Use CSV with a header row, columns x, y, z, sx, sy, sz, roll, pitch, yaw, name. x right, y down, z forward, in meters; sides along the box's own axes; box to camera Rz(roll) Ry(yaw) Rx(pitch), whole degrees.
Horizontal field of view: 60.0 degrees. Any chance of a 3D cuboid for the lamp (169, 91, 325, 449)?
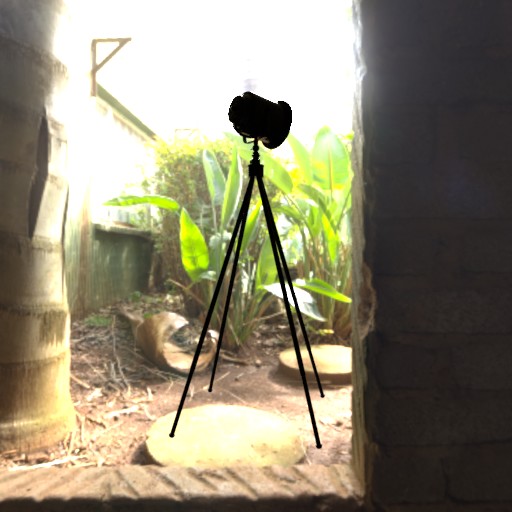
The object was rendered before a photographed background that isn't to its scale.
x,y,z,sx,sy,sz,roll,pitch,yaw,name
0.000,0.000,2.079,0.884,1.504,0.879,0,1,-36,lamp
